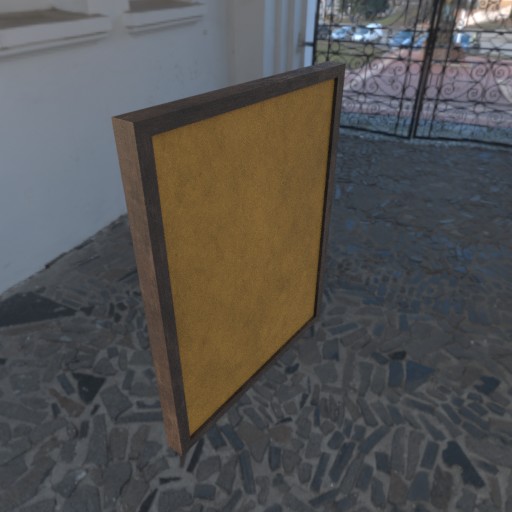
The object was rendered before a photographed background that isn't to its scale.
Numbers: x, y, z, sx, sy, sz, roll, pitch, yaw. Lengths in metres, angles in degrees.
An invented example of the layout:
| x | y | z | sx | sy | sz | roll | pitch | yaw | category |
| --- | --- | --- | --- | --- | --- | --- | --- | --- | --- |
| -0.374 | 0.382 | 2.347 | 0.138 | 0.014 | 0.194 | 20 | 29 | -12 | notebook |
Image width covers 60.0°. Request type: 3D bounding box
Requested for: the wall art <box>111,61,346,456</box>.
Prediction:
| x | y | z | sx | sy | sz | roll | pitch | yaw | category |
| --- | --- | --- | --- | --- | --- | --- | --- | --- | --- |
| 0.000 | 0.000 | 0.550 | 0.027 | 0.406 | 0.329 | 22 | 39 | 31 | wall art |
